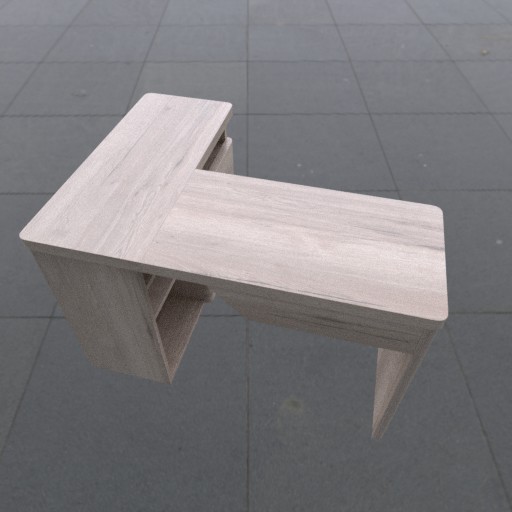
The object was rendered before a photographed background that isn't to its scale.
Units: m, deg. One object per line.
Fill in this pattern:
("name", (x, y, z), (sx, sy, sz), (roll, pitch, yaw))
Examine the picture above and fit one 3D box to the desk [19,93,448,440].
("desk", (0.000, 0.000, 1.723), (1.169, 0.760, 0.900), (10, 47, 10))
